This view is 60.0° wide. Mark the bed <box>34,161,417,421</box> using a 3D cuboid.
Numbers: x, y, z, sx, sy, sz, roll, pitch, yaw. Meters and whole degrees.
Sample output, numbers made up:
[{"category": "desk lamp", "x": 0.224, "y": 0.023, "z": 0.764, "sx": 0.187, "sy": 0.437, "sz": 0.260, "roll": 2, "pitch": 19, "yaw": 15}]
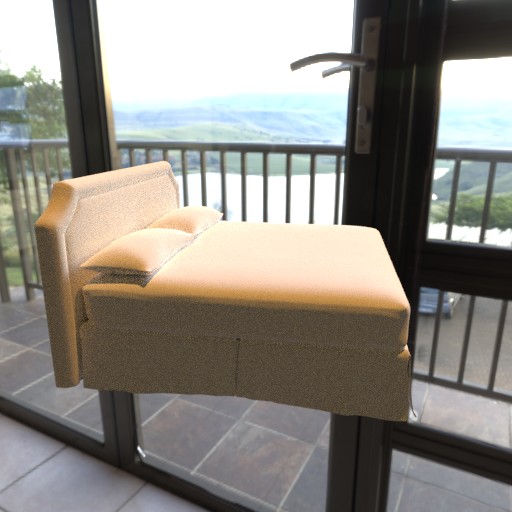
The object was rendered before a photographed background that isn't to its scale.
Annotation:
[{"category": "bed", "x": 0.000, "y": 0.000, "z": 3.444, "sx": 2.204, "sy": 1.301, "sz": 2.160, "roll": 3, "pitch": 17, "yaw": 9}]
